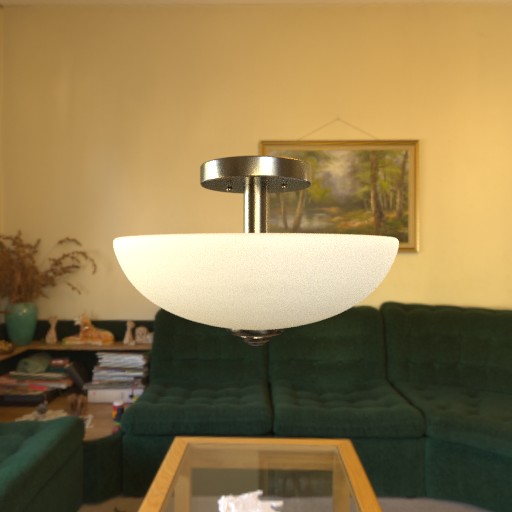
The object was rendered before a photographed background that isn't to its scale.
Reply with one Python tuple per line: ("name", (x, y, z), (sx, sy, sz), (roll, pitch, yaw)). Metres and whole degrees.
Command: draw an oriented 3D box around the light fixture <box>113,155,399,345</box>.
("light fixture", (0.000, 0.000, 0.538), (0.330, 0.214, 0.330), (0, 0, 0))
